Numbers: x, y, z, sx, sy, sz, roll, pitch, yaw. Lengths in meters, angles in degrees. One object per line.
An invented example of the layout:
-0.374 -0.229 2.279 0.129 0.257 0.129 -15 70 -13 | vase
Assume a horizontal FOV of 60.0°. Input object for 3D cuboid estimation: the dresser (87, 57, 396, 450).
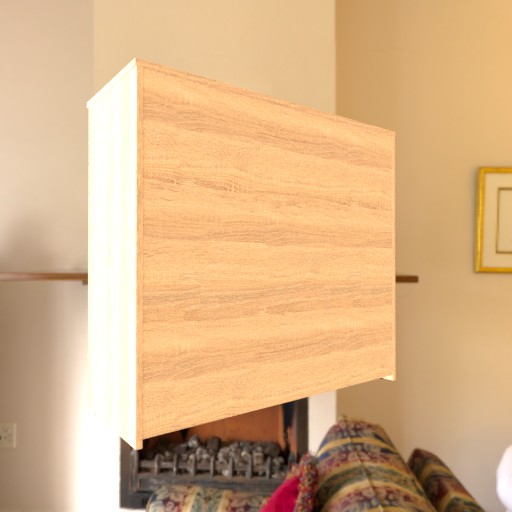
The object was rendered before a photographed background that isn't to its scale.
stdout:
0.000 0.000 1.456 0.980 0.900 0.380 0 -1 -37 | dresser
